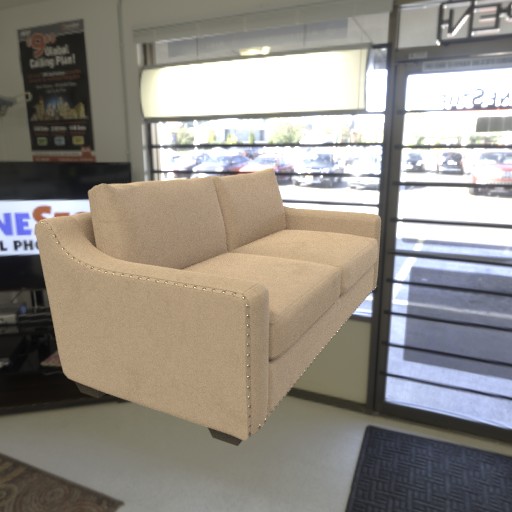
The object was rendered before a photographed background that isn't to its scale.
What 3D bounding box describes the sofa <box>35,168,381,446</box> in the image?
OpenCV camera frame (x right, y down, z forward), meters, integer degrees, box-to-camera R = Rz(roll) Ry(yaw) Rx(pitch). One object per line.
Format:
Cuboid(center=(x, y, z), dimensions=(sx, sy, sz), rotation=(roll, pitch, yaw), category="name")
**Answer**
Cuboid(center=(0.000, 0.000, 2.492), dimensions=(1.030, 0.901, 1.967), rotation=(7, 15, 26), category="sofa")
